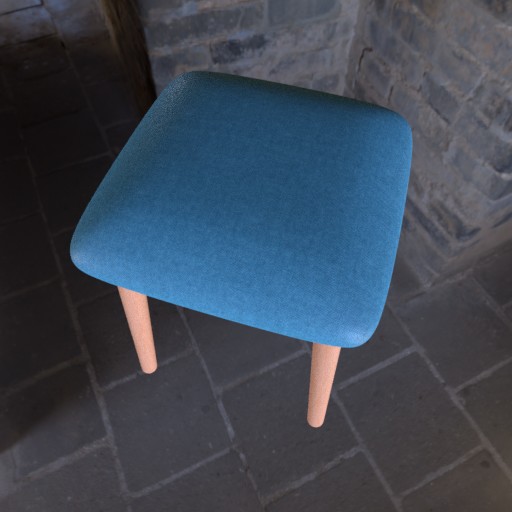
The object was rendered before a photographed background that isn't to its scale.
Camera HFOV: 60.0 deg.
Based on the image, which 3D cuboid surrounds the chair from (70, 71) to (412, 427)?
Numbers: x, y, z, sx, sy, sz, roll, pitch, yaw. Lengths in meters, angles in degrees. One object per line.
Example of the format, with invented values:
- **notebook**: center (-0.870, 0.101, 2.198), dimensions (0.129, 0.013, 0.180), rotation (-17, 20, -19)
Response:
- **chair**: center (0.000, 0.000, 0.691), dimensions (0.360, 0.450, 0.360), rotation (15, 59, 9)
